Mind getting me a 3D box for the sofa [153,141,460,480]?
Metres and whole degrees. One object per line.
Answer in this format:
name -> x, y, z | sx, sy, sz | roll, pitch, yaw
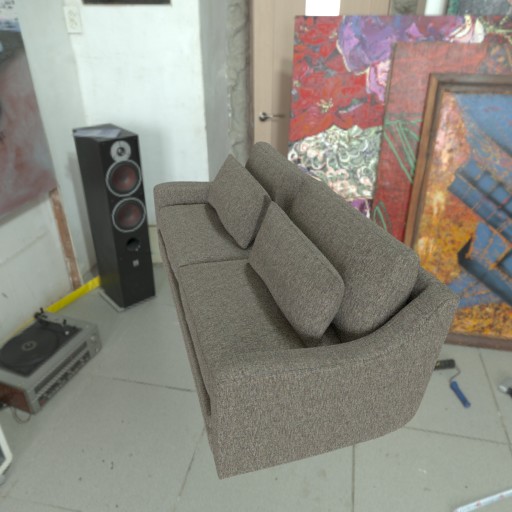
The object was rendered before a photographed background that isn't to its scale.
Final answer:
sofa -> 0.000, 0.000, 2.904 | 1.103, 0.998, 2.418 | -9, 31, -15
